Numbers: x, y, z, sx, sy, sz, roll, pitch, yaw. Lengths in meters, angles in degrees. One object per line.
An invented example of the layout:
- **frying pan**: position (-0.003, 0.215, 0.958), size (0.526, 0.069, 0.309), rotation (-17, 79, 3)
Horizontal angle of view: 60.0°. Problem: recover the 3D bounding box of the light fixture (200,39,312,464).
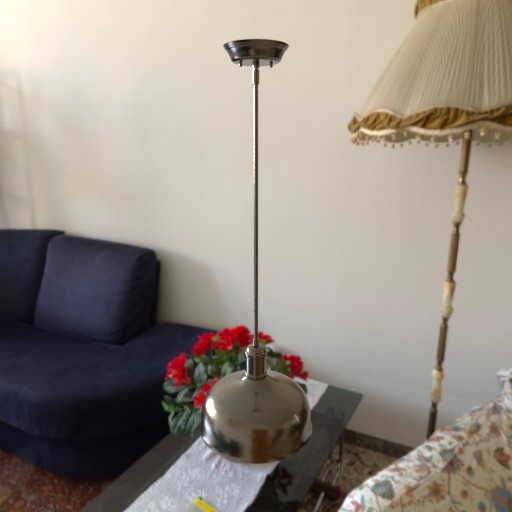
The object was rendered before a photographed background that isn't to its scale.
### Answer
- **light fixture**: position (0.000, 0.000, 1.074), size (0.299, 0.935, 0.299), rotation (-2, 15, -9)
